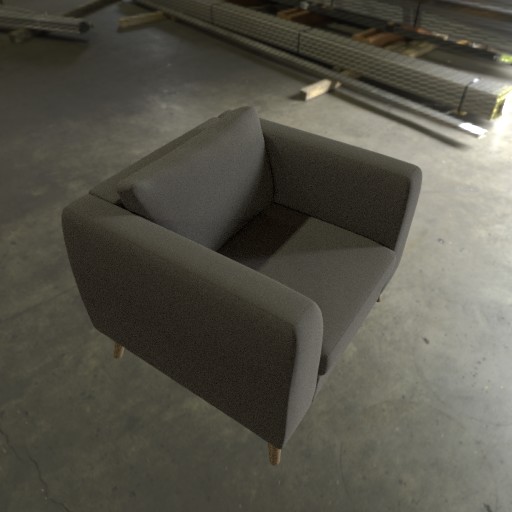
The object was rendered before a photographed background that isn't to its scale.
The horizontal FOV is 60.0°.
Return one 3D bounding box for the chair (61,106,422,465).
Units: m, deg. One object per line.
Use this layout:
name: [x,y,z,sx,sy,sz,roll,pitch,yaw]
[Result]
chair: [0.000,0.000,1.727,0.930,0.860,1.000,24,48,25]
